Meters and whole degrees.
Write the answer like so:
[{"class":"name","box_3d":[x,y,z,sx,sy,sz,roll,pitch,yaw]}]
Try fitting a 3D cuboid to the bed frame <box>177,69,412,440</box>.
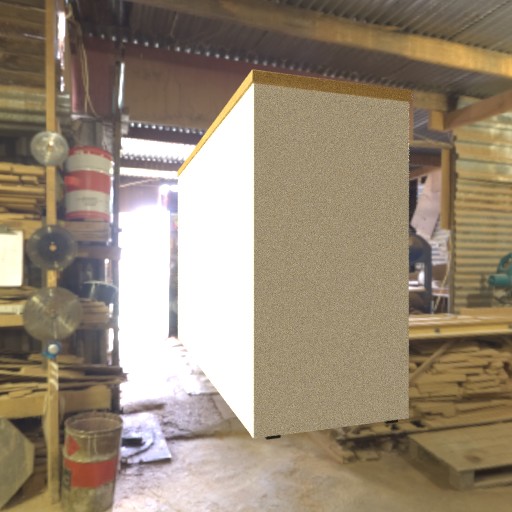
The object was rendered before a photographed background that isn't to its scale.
[{"class":"bed frame","box_3d":[0.000,0.000,1.691,0.430,0.850,1.300,0,0,-18]}]
